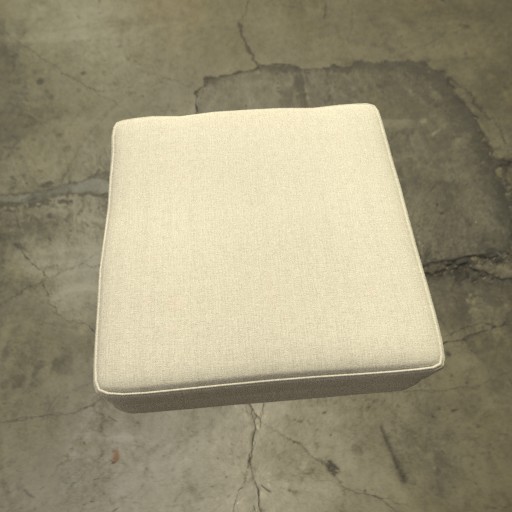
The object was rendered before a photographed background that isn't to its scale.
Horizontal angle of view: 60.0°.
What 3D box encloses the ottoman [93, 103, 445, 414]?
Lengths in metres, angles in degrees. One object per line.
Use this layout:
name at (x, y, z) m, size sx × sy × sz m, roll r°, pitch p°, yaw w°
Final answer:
ottoman at (0.000, 0.000, 1.344) m, size 0.838 × 0.478 × 0.838 m, roll -4°, pitch 64°, yaw -2°
